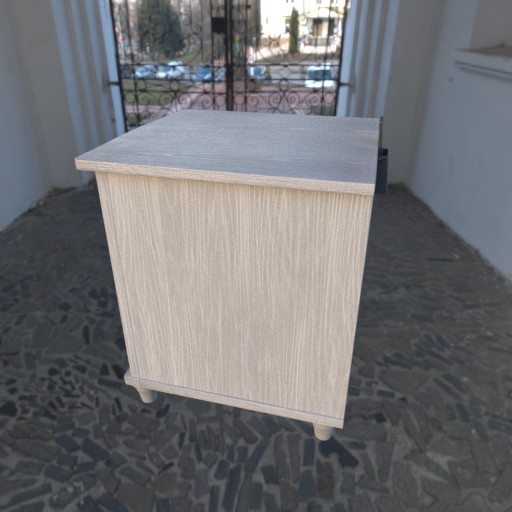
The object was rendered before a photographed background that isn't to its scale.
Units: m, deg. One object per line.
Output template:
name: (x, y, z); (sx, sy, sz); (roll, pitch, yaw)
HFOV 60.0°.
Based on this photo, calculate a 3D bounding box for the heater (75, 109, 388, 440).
heater: (0.000, 0.000, 0.765); (0.400, 0.481, 0.362); (7, 29, 13)
